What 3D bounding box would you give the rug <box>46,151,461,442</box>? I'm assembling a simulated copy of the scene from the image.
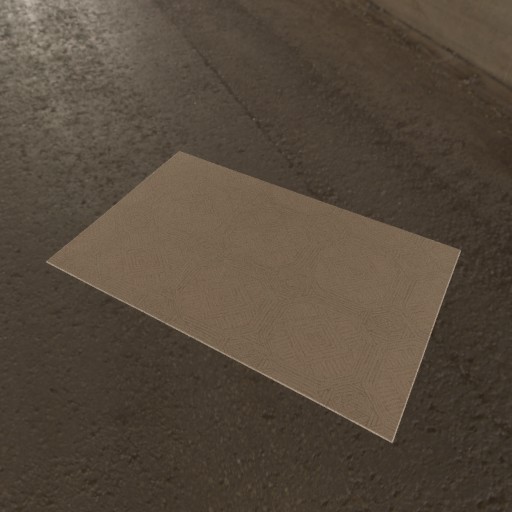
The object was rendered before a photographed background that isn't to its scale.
[{"bbox_3d":[0.000,0.000,3.069,2.440,0.008,1.524,23,51,20],"label":"rug"}]
